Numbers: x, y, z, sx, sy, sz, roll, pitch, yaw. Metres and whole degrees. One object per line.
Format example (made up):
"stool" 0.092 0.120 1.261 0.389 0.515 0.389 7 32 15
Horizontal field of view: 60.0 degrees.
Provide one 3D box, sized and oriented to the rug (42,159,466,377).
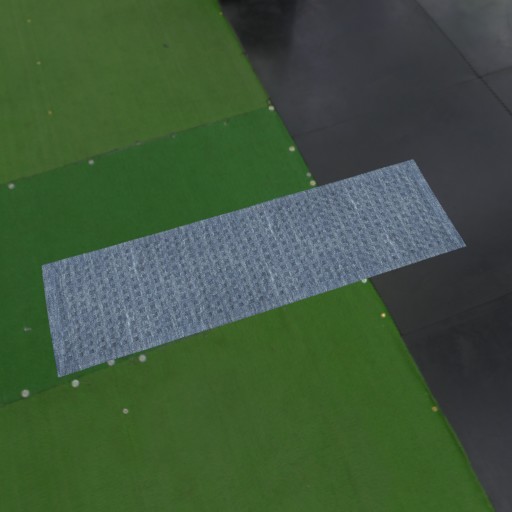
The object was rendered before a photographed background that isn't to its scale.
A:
"rug" 0.000 0.000 2.643 2.443 0.008 0.688 -17 65 -8
